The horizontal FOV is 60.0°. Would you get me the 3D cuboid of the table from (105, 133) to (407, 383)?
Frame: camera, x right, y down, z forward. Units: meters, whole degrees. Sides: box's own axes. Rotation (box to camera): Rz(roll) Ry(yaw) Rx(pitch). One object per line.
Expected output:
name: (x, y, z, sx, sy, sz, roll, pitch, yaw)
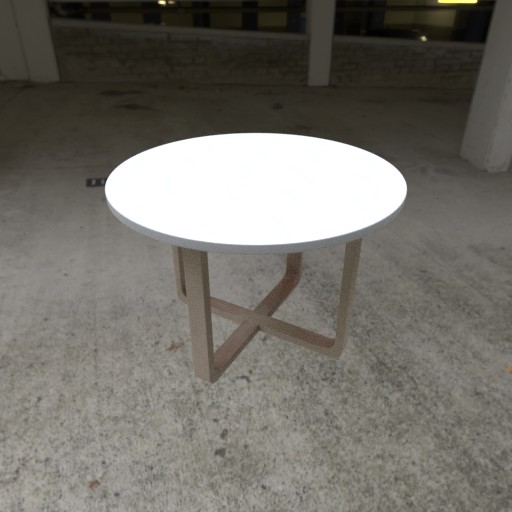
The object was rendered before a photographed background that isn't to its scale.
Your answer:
table: (0.000, 0.000, 1.019, 0.600, 0.400, 0.600, 0, 31, 0)
